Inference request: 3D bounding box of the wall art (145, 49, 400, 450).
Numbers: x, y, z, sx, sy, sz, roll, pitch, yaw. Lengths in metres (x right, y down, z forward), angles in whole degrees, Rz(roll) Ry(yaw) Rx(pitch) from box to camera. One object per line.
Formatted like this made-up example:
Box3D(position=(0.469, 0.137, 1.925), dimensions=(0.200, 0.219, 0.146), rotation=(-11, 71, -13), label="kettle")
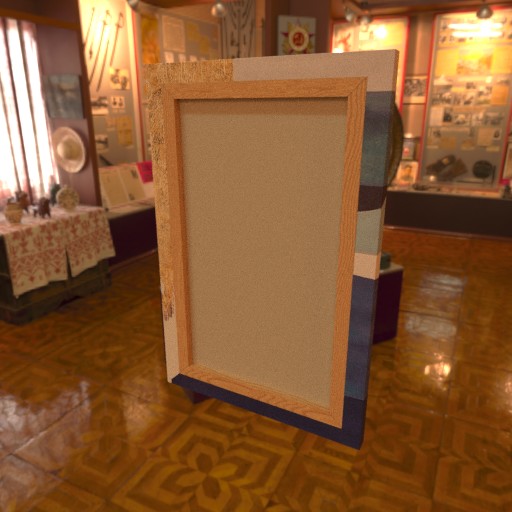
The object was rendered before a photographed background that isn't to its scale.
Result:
Box3D(position=(0.000, 0.000, 1.114), dimensions=(0.607, 0.911, 0.039), rotation=(10, 21, 27), label="wall art")
